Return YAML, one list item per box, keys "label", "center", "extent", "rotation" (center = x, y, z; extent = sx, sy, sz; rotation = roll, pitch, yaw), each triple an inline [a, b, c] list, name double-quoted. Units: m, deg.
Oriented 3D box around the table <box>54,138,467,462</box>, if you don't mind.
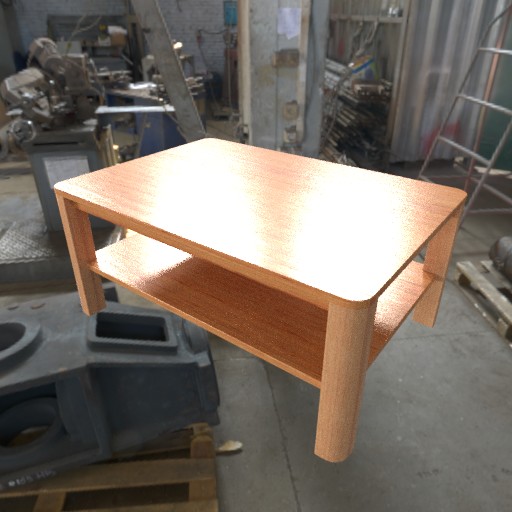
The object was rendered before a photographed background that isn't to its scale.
- label: "table"
  center: [0.000, 0.000, 1.380]
  extent: [0.997, 0.445, 0.696]
  rotation: [20, 35, 32]
